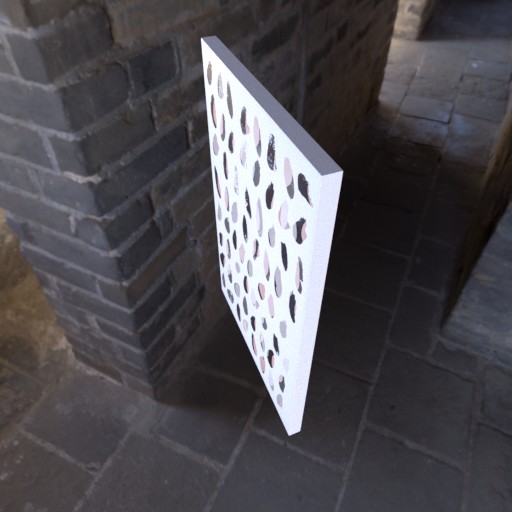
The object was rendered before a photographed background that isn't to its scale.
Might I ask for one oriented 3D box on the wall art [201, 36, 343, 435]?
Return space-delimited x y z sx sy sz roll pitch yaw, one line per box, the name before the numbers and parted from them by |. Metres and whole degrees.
wall art | 0.000 0.000 0.784 0.025 0.608 0.405 -16 47 -15
